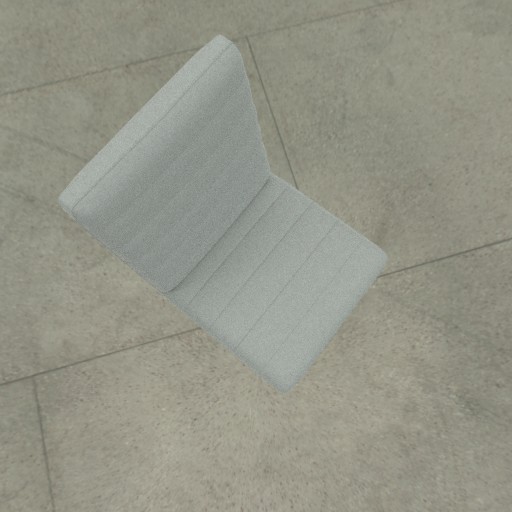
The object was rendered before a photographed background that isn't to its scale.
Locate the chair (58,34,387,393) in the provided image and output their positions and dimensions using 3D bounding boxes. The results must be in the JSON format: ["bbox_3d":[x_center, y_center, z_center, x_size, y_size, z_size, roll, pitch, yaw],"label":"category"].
[{"bbox_3d":[0.000,0.000,1.305,0.634,0.930,0.520,38,78,9],"label":"chair"}]
